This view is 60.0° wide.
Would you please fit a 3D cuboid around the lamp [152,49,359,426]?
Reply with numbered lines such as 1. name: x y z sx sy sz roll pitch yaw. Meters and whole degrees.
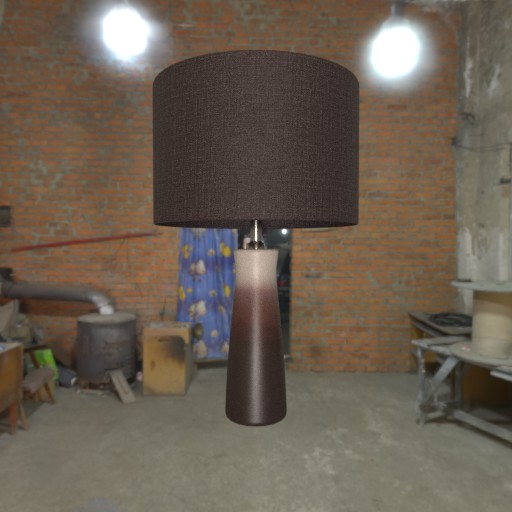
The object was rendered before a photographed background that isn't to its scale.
1. lamp: 0.000 0.000 0.672 0.303 0.488 0.303 0 1 0
